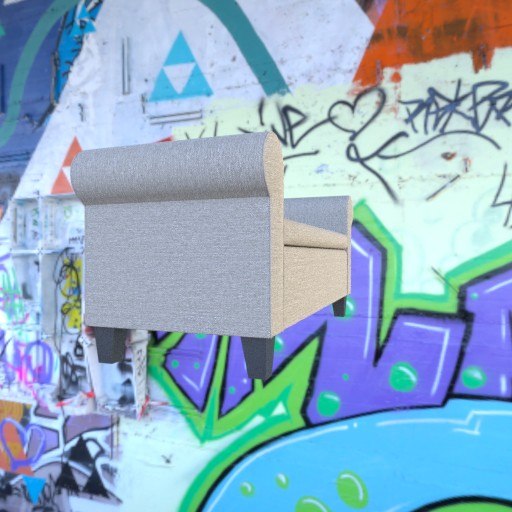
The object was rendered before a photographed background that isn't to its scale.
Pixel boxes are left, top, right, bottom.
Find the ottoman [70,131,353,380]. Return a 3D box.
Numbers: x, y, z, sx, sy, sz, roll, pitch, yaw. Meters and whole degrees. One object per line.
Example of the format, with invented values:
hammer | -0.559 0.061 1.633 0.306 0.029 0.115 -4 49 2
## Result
ottoman | 0.000 0.000 1.579 0.521 0.547 1.256 0 0 20
